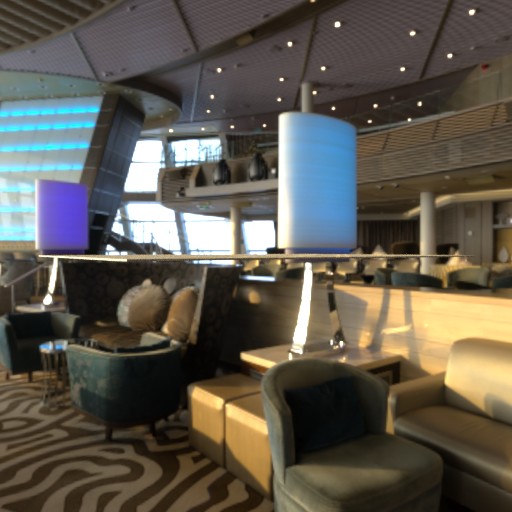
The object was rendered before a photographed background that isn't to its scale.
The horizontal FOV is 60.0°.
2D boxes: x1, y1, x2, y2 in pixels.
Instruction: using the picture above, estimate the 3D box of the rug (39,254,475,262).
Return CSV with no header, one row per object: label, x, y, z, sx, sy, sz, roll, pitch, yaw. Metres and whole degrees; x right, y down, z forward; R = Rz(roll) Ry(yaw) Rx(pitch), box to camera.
rug,0.000,0.000,4.212,3.353,0.013,2.438,0,1,-36
